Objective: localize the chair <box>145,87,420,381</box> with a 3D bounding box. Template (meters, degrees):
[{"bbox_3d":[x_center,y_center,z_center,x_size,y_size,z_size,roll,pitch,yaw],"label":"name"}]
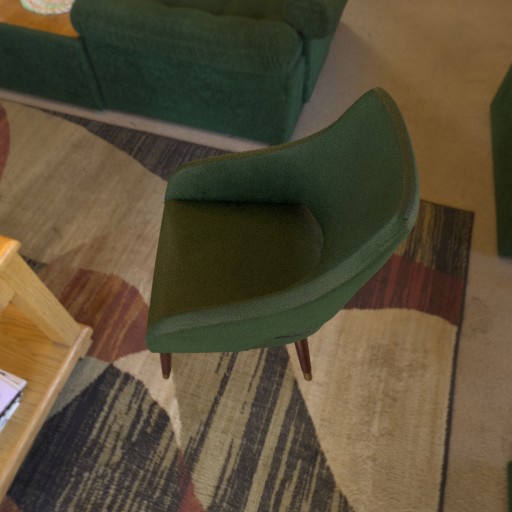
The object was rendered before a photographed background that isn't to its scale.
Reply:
[{"bbox_3d":[0.000,0.000,1.564,0.794,1.081,0.683,0,58,0],"label":"chair"}]
